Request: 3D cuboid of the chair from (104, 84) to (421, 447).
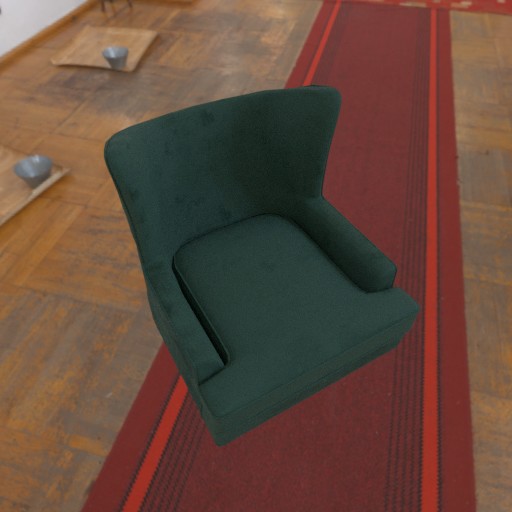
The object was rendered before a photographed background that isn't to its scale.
[{"bbox_3d":[0.000,0.000,1.585,0.793,0.952,0.910,-23,50,-20],"label":"chair"}]
